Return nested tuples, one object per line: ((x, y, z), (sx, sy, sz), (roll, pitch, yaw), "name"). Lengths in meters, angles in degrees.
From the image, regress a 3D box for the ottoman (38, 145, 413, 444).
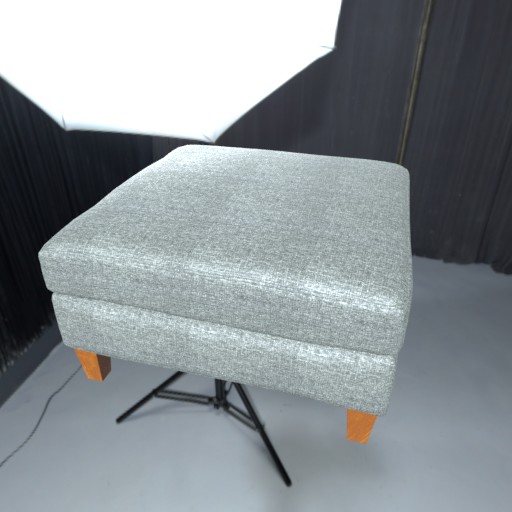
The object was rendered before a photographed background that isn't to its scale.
((0.000, 0.000, 1.335), (0.838, 0.481, 0.838), (8, 32, 14), "ottoman")
